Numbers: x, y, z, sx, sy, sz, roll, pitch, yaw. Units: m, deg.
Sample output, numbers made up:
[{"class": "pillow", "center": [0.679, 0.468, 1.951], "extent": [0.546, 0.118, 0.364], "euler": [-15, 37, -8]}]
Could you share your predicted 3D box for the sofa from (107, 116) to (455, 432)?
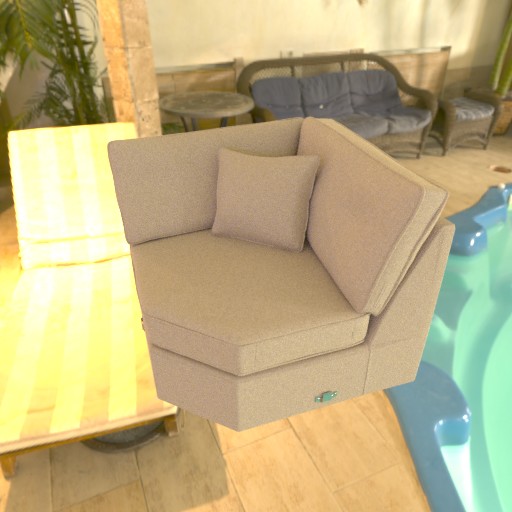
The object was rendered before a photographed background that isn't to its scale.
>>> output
[{"class": "sofa", "center": [0.000, 0.000, 1.860], "extent": [1.050, 0.937, 1.042], "euler": [-9, 33, -15]}]
